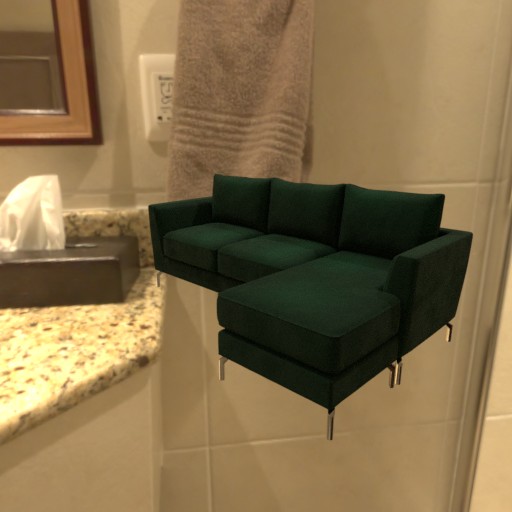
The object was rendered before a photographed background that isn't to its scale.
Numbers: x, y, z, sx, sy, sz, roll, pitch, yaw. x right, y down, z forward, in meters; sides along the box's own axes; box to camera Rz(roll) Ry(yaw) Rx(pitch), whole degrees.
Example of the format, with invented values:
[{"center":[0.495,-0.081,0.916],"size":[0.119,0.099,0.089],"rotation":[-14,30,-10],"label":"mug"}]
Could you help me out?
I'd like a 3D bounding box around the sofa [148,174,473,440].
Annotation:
[{"center":[0.000,0.000,3.182],"size":[2.441,1.007,1.489],"rotation":[15,21,42],"label":"sofa"}]
